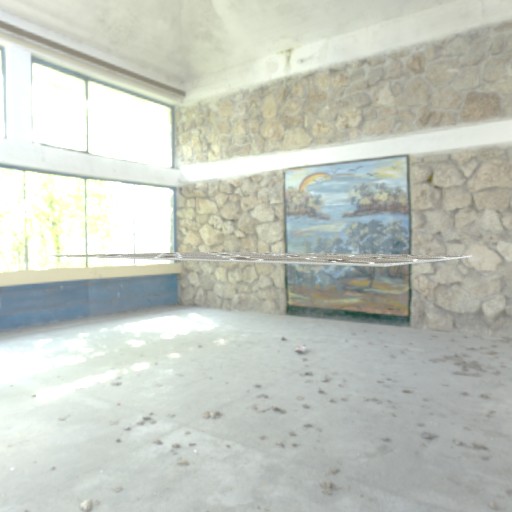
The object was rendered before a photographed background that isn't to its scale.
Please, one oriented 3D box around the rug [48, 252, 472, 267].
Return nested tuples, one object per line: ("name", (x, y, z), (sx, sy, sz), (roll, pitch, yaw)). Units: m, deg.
("rug", (0.000, 0.000, 2.849), (2.284, 0.008, 1.522), (1, 2, 36))
